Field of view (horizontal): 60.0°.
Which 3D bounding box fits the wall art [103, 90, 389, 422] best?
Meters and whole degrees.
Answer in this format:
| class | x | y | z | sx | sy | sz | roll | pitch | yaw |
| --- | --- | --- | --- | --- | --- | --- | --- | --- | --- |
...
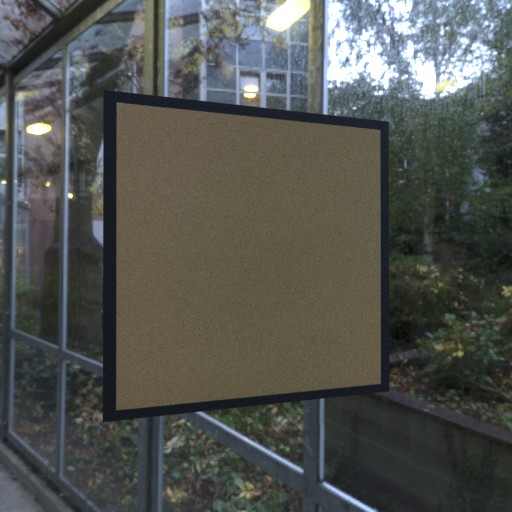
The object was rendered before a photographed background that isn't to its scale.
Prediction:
| class | x | y | z | sx | sy | sz | roll | pitch | yaw |
| --- | --- | --- | --- | --- | --- | --- | --- | --- | --- |
| wall art | 0.000 | 0.000 | 0.468 | 0.305 | 0.304 | 0.033 | 0 | 0 | -18 |
